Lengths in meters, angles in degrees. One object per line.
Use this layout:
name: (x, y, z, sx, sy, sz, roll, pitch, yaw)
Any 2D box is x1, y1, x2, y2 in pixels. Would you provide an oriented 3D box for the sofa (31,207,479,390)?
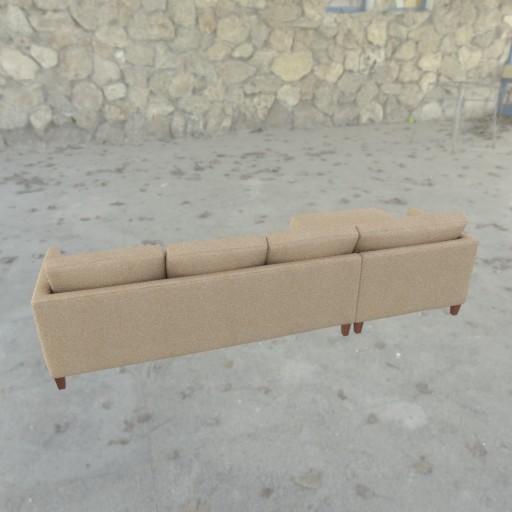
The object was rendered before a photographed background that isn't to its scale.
sofa: (0.000, 0.000, 3.716, 3.201, 0.876, 1.502, -7, 26, -15)
